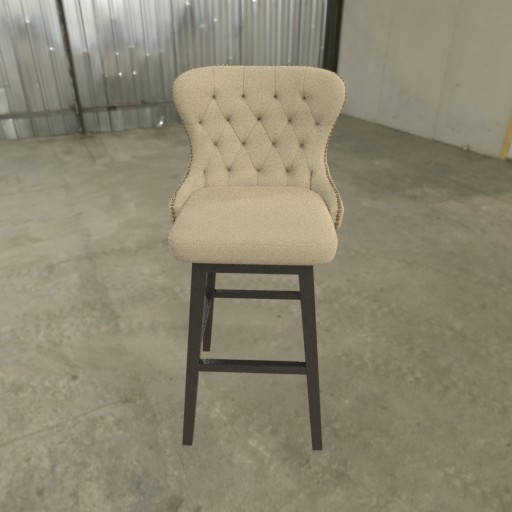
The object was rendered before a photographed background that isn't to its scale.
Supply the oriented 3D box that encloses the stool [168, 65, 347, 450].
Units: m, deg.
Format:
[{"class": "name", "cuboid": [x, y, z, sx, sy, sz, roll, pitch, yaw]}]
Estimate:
[{"class": "stool", "cuboid": [0.000, 0.000, 1.413, 0.528, 1.066, 0.605, 1, 30, 2]}]
